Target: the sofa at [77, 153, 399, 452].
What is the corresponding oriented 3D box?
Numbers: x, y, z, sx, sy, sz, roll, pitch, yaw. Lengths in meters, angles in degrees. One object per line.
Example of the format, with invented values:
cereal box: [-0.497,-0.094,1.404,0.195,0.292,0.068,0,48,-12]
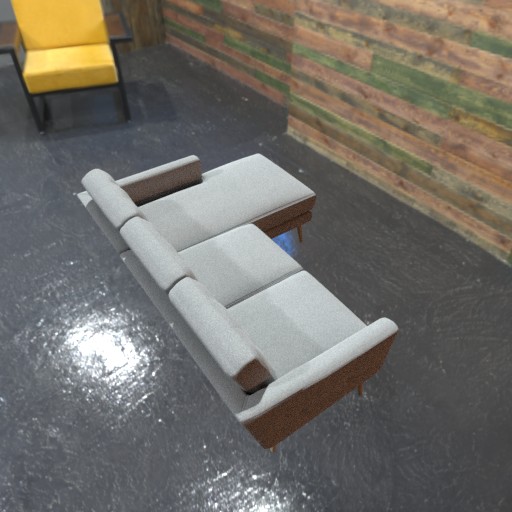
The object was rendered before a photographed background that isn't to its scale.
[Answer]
sofa: [0.000,0.000,2.829,1.530,0.860,2.040,-26,48,-25]
